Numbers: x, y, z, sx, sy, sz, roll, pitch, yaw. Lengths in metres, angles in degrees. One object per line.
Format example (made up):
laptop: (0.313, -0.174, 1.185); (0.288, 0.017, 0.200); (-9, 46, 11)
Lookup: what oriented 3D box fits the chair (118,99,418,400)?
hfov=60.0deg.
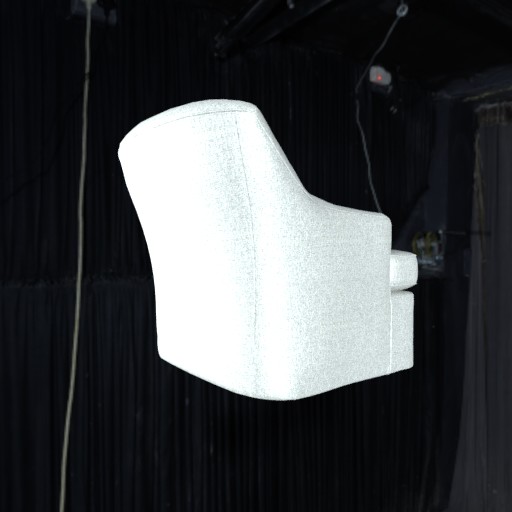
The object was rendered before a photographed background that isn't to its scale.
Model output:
chair: (0.000, 0.000, 1.643); (0.923, 0.856, 0.864); (0, 1, -36)
